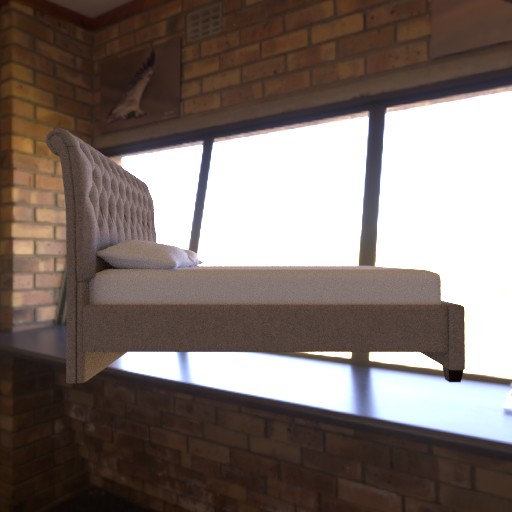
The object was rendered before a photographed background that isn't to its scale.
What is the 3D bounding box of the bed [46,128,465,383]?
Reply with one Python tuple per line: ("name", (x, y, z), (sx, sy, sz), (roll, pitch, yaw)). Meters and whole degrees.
("bed", (0.000, 0.000, 3.183), (2.252, 1.371, 1.645), (0, 0, 0))
